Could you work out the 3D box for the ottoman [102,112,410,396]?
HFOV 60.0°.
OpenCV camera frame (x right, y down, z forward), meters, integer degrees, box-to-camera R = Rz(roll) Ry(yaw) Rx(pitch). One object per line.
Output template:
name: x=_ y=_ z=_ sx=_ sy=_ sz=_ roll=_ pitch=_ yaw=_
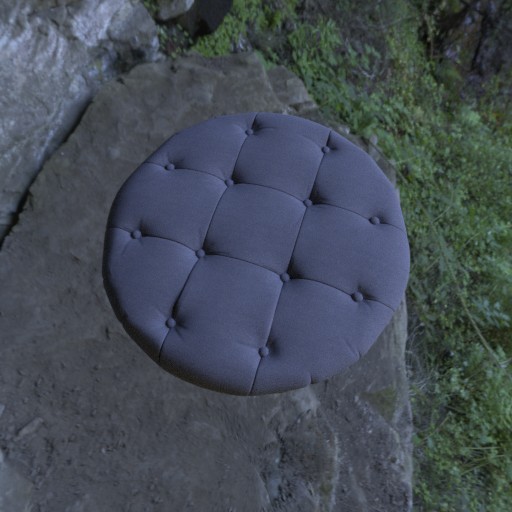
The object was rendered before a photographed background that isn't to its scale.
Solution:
ottoman: x=0.000 y=0.000 z=1.414 sx=0.901 sy=0.439 sz=0.901 roll=0 pitch=64 yaw=0
